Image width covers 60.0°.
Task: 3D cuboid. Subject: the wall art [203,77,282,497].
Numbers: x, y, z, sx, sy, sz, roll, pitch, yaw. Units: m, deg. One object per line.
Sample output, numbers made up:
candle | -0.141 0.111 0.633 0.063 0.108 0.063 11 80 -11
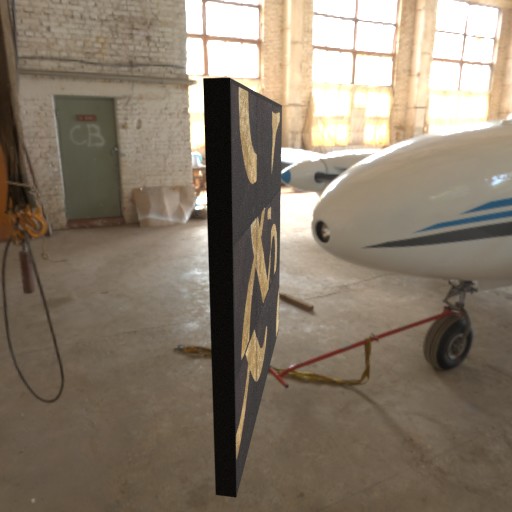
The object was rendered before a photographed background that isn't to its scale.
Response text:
wall art | 0.000 0.000 1.117 0.044 0.758 0.758 2 16 9
